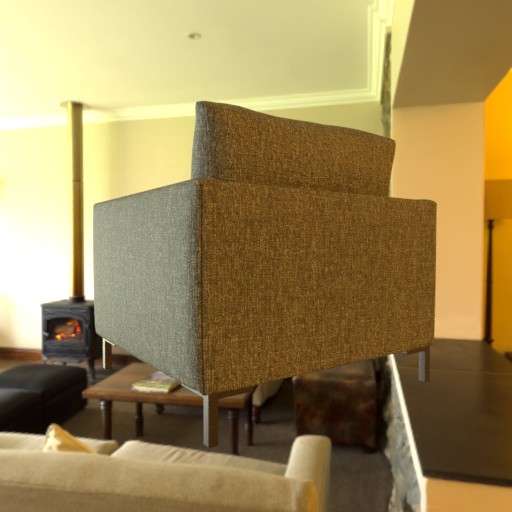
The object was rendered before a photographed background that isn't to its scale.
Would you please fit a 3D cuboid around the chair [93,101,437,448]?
[{"bbox_3d":[0.000,0.000,1.609,0.963,0.861,0.866,-1,2,-35],"label":"chair"}]
